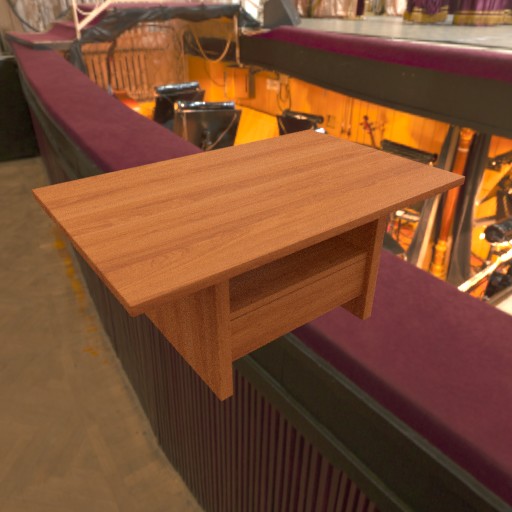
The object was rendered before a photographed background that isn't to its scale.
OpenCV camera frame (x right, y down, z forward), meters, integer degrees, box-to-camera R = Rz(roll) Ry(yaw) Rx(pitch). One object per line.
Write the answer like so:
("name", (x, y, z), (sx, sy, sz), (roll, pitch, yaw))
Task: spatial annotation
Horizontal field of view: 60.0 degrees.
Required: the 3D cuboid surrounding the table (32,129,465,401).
("table", (0.000, 0.000, 1.458), (1.100, 0.510, 0.700), (-21, 37, -31))
